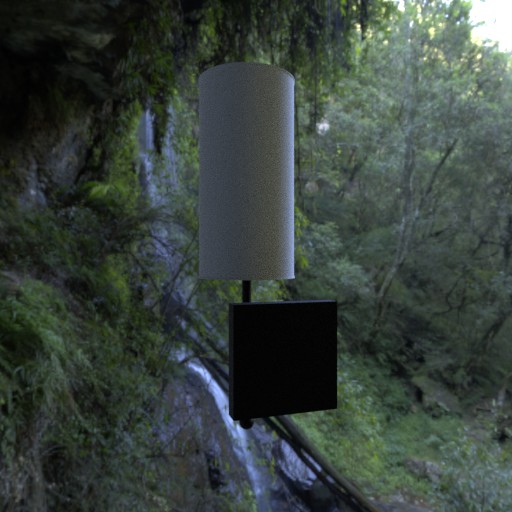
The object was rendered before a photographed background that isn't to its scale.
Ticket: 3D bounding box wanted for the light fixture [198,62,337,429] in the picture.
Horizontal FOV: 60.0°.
[{"bbox_3d":[0.000,0.000,0.553,0.128,0.462,0.208,0,0,-18],"label":"light fixture"}]
